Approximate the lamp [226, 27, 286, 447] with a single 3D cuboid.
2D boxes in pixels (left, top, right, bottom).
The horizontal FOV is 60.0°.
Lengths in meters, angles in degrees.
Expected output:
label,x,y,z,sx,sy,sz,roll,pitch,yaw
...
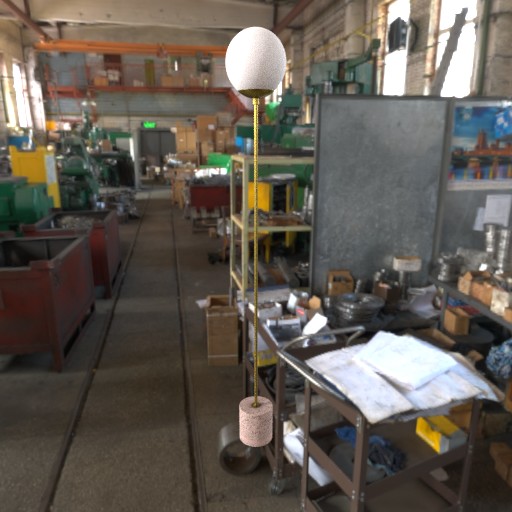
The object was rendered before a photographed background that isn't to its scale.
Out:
label,x,y,z,sx,sy,sz,roll,pitch,yaw
lamp,0.000,0.000,1.862,0.229,1.748,0.229,-14,20,-43
